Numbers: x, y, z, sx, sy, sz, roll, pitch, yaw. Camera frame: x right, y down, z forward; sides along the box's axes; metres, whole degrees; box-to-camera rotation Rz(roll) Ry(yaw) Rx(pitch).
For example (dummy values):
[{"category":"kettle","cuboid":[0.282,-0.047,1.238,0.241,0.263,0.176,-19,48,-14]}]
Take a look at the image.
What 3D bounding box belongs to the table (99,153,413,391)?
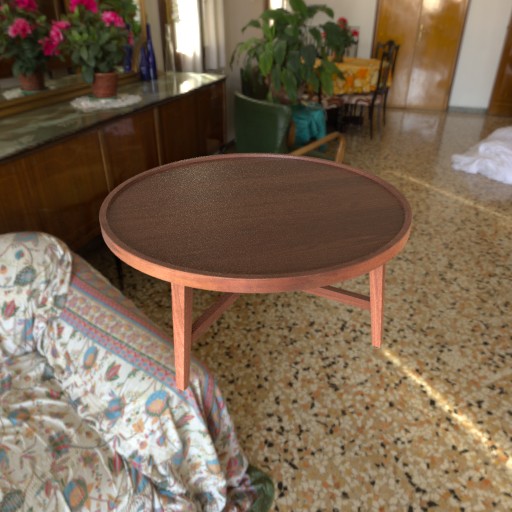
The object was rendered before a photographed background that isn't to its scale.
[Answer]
[{"category":"table","cuboid":[0.000,0.000,1.273,0.800,0.360,0.800,0,30,0]}]
